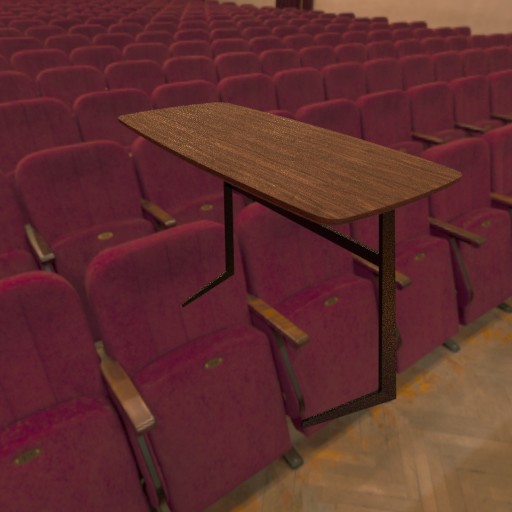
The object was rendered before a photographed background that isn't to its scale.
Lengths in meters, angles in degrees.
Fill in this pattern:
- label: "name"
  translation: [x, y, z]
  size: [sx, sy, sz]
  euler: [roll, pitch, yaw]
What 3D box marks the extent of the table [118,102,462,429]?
- label: "table"
  translation: [0.000, 0.000, 1.090]
  size: [0.361, 0.576, 0.804]
  euler: [-20, 35, -31]
